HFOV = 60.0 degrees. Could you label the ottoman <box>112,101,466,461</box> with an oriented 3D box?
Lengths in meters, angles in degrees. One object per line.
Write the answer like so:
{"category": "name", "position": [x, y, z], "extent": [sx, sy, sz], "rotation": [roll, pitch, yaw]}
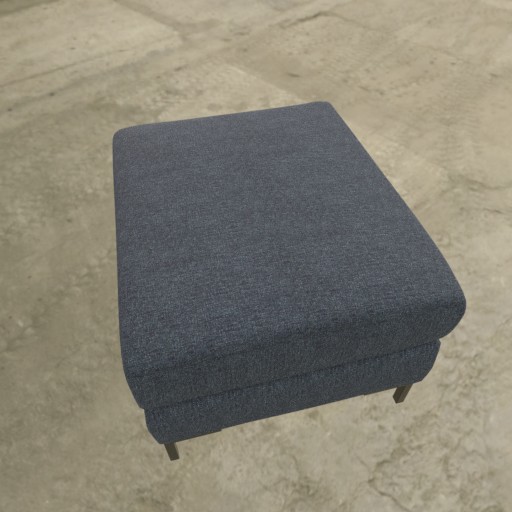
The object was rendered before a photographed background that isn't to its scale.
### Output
{"category": "ottoman", "position": [0.000, 0.000, 1.244], "extent": [0.695, 0.533, 0.831], "rotation": [-10, 48, -10]}
